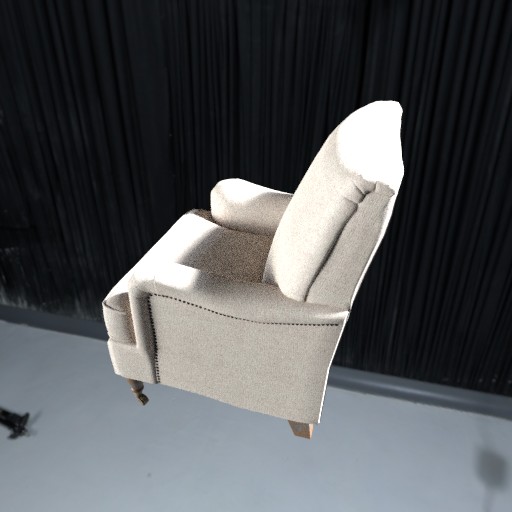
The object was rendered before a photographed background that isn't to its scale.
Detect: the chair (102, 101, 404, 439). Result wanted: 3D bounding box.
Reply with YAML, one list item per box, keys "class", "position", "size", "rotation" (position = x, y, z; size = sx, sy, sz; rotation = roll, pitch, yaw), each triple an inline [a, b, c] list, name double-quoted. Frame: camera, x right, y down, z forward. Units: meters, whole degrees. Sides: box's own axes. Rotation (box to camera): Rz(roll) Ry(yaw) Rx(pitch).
- class: "chair"
  position: [0.000, 0.000, 1.764]
  size: [0.953, 1.119, 0.879]
  rotation: [8, 32, 13]
